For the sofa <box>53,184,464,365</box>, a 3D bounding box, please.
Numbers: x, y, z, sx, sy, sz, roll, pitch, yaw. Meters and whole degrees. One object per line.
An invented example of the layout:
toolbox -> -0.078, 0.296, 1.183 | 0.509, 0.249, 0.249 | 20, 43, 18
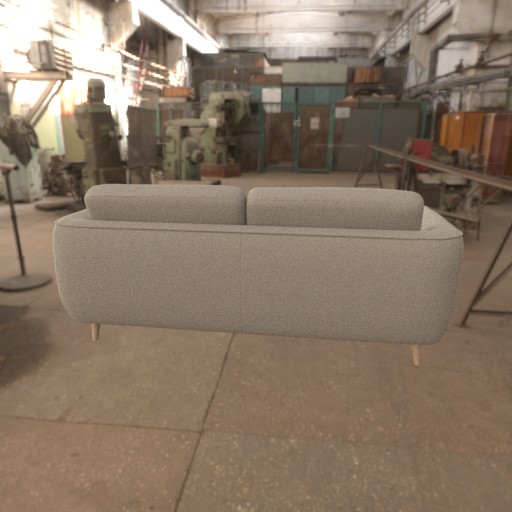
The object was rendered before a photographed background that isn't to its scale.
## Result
sofa -> 0.000, 0.000, 2.474 | 2.000, 0.850, 0.920 | 2, 17, 8
